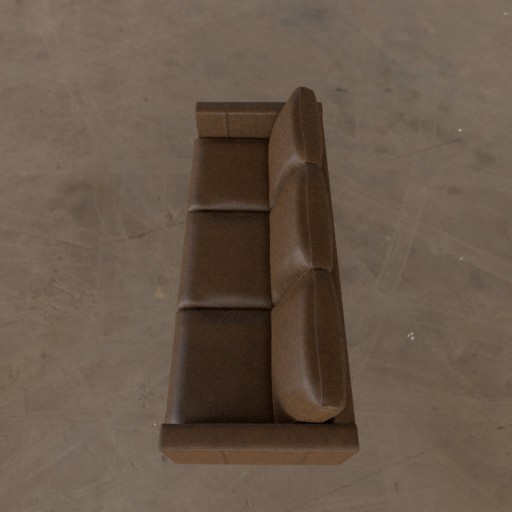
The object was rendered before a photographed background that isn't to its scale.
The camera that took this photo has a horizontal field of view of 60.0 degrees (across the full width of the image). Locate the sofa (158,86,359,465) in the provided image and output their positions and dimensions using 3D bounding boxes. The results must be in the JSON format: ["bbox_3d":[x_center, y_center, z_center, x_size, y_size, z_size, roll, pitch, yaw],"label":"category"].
[{"bbox_3d":[0.000,0.000,2.672,0.903,0.930,2.231,0,59,0],"label":"sofa"}]
